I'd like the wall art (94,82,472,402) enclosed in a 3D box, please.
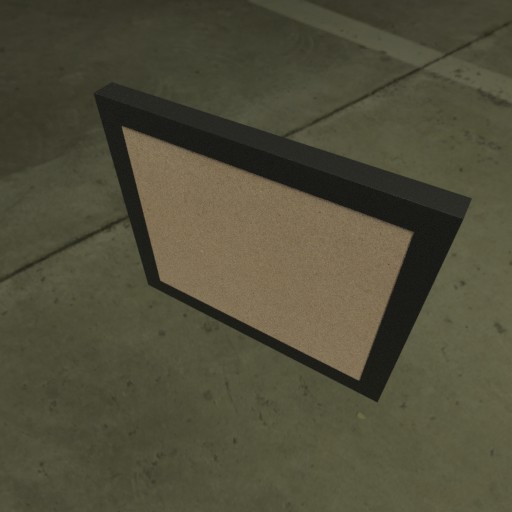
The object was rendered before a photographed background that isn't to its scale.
[{"bbox_3d":[0.000,0.000,0.526,0.381,0.321,0.028,24,52,20],"label":"wall art"}]
